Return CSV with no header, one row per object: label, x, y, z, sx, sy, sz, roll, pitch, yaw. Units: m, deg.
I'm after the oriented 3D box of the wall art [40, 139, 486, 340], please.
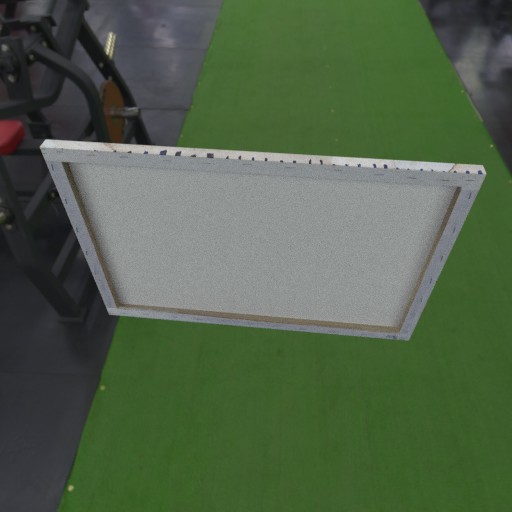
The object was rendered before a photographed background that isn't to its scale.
wall art,0.000,0.000,1.418,1.143,0.757,0.038,4,47,4
